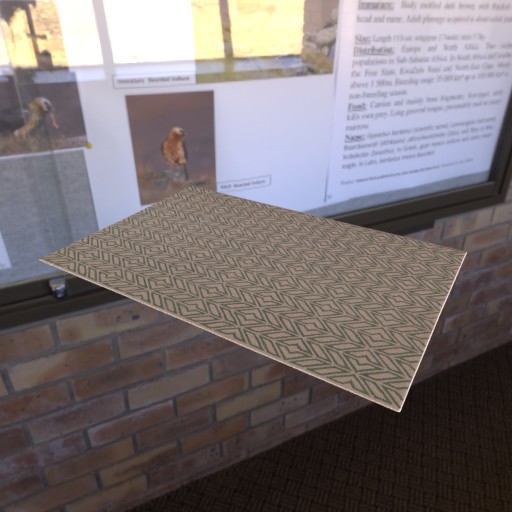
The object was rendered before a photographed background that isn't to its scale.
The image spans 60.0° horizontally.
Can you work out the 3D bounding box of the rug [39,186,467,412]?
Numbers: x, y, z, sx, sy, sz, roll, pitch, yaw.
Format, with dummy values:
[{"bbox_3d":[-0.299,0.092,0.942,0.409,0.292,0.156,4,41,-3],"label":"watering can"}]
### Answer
[{"bbox_3d":[0.000,0.000,2.276,1.828,0.007,1.220,17,34,27],"label":"rug"}]
